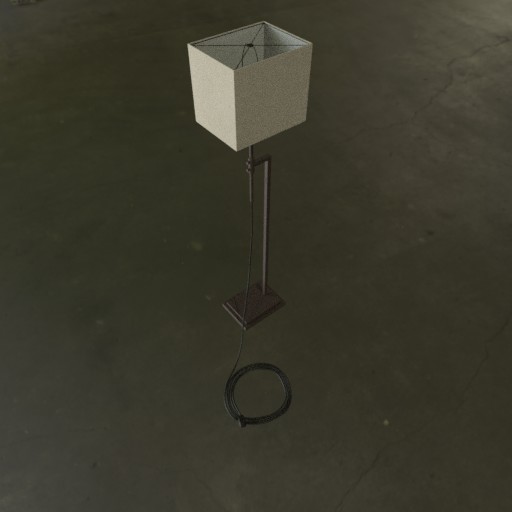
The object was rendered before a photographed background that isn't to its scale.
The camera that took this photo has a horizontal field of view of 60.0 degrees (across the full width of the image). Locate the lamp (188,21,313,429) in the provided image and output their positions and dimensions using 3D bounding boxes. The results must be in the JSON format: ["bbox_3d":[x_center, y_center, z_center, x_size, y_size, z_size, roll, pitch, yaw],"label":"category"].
[{"bbox_3d":[0.000,0.000,1.976,0.698,1.600,0.774,-30,54,-25],"label":"lamp"}]
